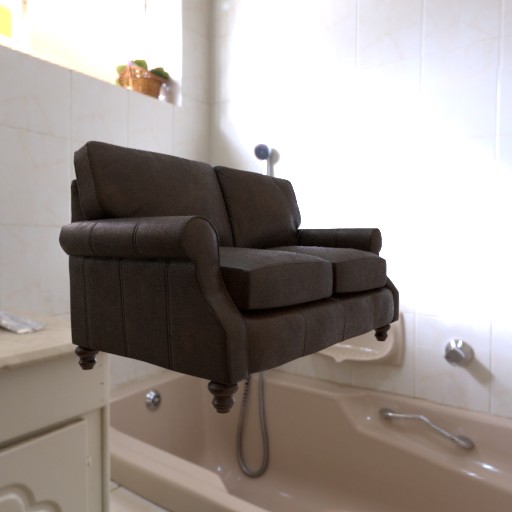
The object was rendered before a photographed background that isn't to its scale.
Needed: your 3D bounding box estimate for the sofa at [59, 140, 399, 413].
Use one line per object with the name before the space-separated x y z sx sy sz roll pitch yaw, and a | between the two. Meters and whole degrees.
sofa | 0.000 0.000 2.204 0.990 0.976 1.616 1 2 38
